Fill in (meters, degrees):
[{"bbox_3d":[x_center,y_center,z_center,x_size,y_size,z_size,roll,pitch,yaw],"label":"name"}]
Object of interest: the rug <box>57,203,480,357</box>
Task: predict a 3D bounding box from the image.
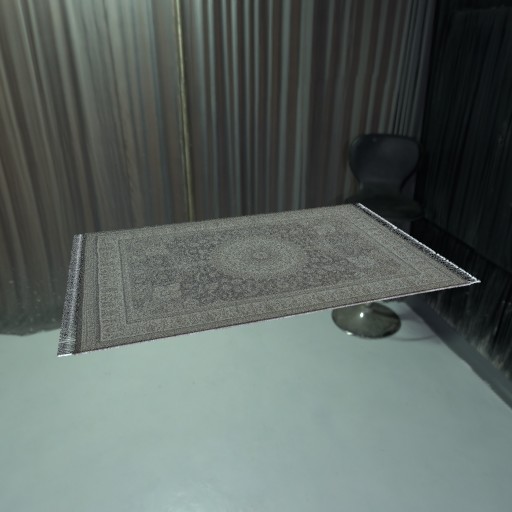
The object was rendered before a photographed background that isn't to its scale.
[{"bbox_3d":[0.000,0.000,3.064,2.440,0.010,1.528,-8,27,-15],"label":"rug"}]
